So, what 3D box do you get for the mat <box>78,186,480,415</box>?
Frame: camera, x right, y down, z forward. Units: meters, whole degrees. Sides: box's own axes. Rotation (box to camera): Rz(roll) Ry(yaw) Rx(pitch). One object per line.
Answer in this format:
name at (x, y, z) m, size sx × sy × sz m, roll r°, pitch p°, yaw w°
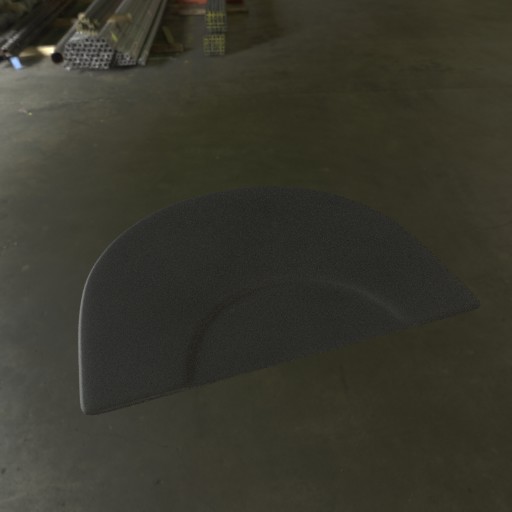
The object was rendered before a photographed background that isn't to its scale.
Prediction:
mat at (0.000, 0.000, 1.577) m, size 1.220 × 0.016 × 0.917 m, roll -12°, pitch 42°, yaw -14°
